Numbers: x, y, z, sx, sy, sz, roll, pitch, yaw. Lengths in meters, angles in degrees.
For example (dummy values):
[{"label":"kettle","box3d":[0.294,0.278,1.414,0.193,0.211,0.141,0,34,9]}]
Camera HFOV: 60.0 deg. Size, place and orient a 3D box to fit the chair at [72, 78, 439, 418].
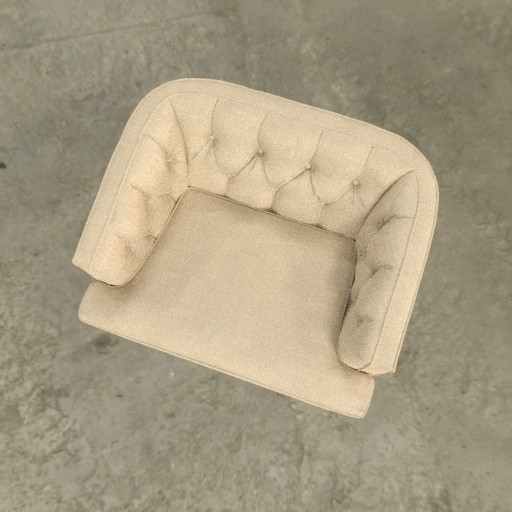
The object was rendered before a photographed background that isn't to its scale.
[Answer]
[{"label":"chair","box3d":[0.000,0.000,1.731,1.118,0.787,0.914,18,75,5]}]
